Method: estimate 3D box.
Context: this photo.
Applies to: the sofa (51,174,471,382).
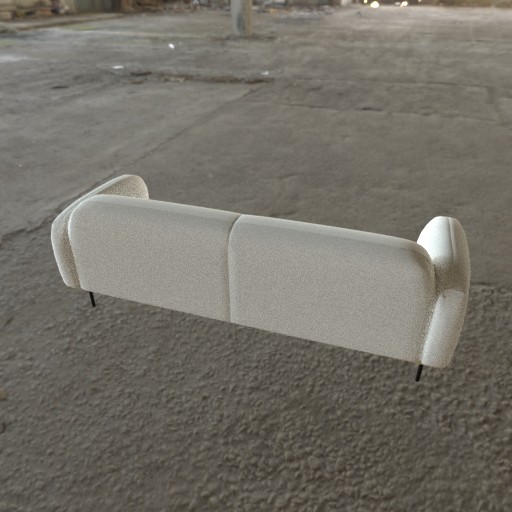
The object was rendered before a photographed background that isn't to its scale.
[{"bbox_3d":[0.000,0.000,2.622,2.280,0.780,0.870,10,33,16],"label":"sofa"}]
